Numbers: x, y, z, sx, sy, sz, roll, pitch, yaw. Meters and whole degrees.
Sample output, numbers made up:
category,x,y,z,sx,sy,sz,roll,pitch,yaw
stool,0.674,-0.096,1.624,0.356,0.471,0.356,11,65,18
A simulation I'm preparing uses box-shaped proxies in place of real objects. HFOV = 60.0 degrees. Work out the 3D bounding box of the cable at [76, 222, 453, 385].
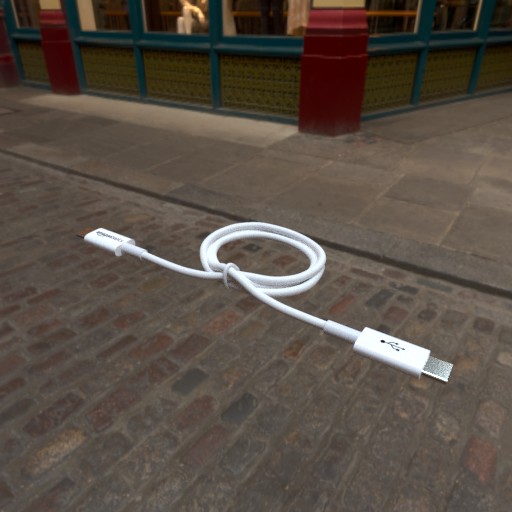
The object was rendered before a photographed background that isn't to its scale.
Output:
category,x,y,z,sx,sy,sz,roll,pitch,yaw
cable,0.000,0.000,0.226,0.203,0.014,0.070,18,35,28
